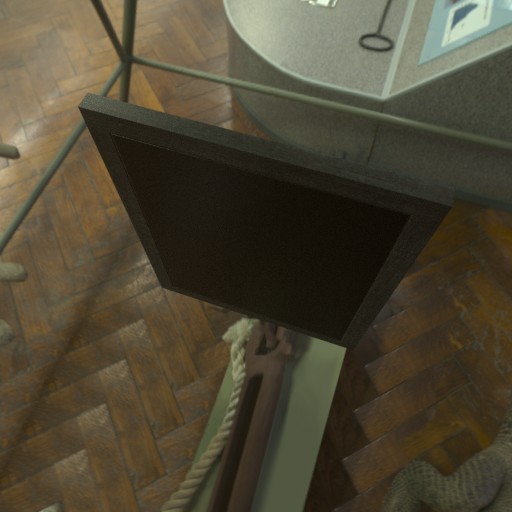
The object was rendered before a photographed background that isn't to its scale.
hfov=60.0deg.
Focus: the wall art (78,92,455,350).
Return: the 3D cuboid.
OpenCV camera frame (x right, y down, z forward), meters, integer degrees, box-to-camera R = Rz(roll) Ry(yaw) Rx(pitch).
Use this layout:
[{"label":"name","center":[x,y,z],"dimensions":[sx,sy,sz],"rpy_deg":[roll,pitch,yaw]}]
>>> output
[{"label":"wall art","center":[0.000,0.000,0.799],"dimensions":[0.479,0.580,0.027],"rpy_deg":[17,63,9]}]
